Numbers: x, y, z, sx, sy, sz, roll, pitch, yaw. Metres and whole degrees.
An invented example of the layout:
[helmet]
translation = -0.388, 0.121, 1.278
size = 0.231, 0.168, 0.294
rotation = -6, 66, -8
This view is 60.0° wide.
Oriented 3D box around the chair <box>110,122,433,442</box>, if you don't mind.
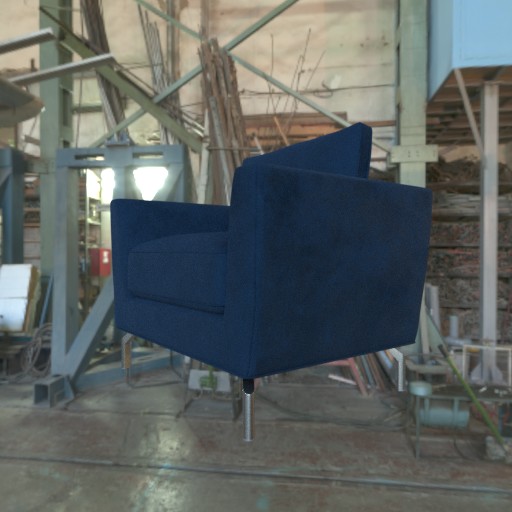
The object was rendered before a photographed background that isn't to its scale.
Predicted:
[chair]
translation = 0.000, 0.000, 1.613
size = 0.746, 0.893, 0.977
rotation = -1, 1, -37
